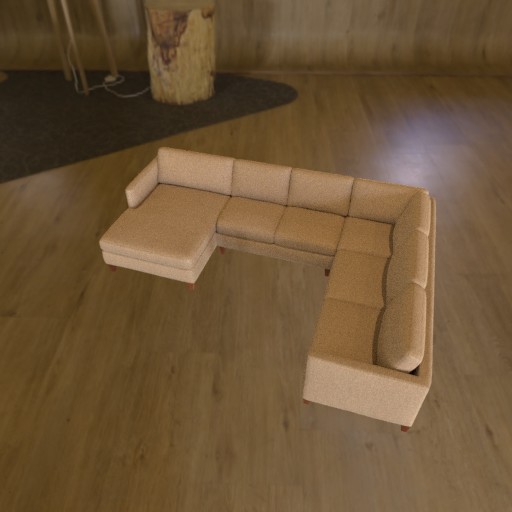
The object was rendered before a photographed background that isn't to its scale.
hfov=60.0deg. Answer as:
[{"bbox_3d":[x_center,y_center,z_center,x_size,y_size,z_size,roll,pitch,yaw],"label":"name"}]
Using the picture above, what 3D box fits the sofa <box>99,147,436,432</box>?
[{"bbox_3d":[0.000,0.000,4.551,3.403,0.889,2.551,12,43,13],"label":"sofa"}]
